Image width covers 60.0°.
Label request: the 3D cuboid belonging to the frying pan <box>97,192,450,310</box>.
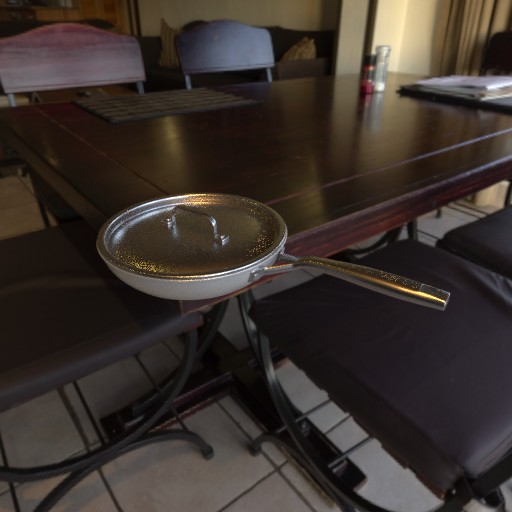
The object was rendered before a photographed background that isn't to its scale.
[{"bbox_3d":[0.000,0.000,0.602,0.490,0.086,0.272,18,35,28],"label":"frying pan"}]
